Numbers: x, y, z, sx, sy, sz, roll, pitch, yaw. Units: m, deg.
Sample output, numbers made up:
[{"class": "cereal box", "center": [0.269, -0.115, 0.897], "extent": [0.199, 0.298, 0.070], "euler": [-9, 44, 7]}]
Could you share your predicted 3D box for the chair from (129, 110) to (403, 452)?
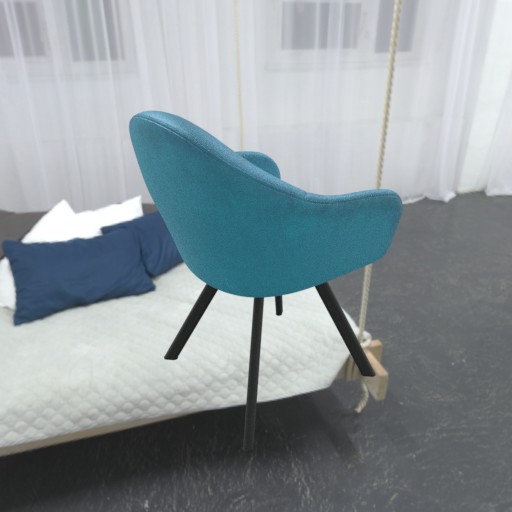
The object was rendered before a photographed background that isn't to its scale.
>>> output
[{"class": "chair", "center": [0.000, 0.000, 1.188], "extent": [0.570, 0.780, 0.540], "euler": [-18, 31, -32]}]
